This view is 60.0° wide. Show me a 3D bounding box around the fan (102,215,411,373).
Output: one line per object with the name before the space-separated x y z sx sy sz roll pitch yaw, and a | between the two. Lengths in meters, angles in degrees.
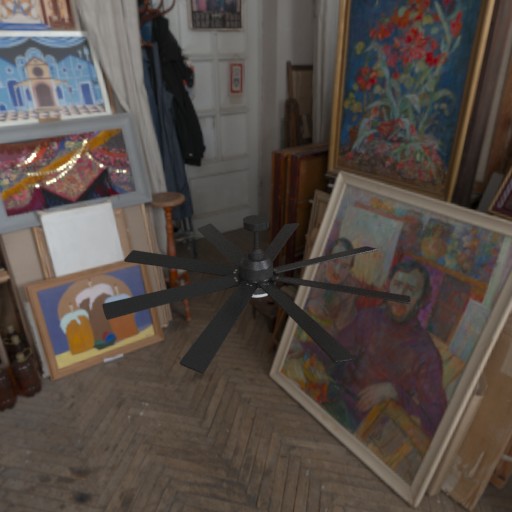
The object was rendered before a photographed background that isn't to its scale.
fan | 0.000 0.000 2.695 1.830 0.472 1.830 8 27 17
